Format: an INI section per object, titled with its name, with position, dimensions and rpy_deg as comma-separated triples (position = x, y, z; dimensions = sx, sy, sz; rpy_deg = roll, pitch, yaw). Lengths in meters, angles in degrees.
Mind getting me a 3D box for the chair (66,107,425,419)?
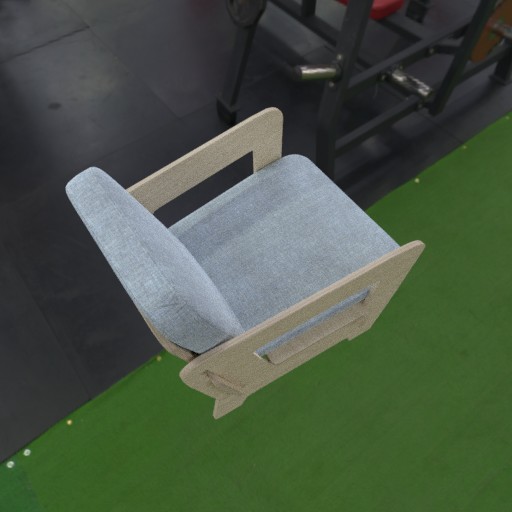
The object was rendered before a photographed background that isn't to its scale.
[chair]
position = 0.000, 0.000, 1.237
dimensions = 0.710, 0.800, 0.590
rpy_deg = -31, 64, -18
